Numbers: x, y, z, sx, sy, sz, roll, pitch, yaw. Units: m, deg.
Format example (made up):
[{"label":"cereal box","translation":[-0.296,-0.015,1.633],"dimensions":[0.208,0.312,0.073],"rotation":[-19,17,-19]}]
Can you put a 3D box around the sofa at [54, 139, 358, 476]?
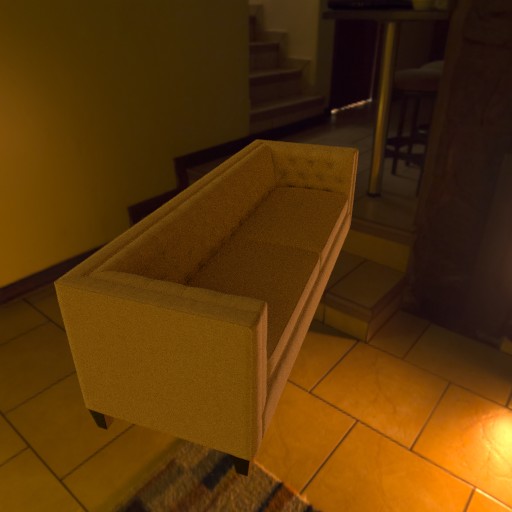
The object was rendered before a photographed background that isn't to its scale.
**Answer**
[{"label":"sofa","translation":[0.000,0.000,2.529],"dimensions":[0.775,0.762,2.159],"rotation":[10,30,17]}]
